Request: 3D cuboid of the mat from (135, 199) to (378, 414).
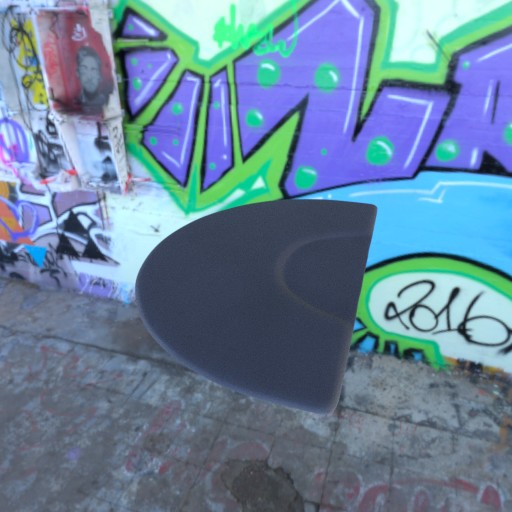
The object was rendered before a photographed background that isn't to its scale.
[{"bbox_3d":[0.000,0.000,1.898,0.917,0.016,1.525,9,30,16],"label":"mat"}]
